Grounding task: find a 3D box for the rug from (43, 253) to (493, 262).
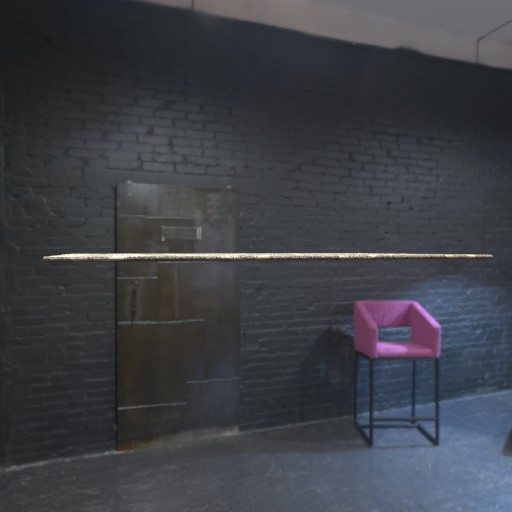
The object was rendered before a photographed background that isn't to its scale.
[{"bbox_3d":[0.000,0.000,3.331,2.701,0.026,1.801,0,1,-19],"label":"rug"}]
